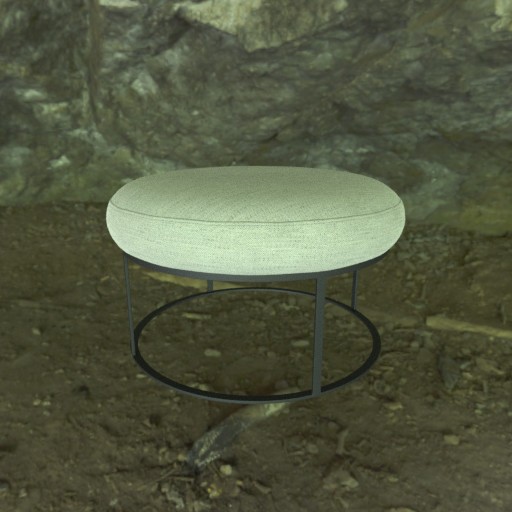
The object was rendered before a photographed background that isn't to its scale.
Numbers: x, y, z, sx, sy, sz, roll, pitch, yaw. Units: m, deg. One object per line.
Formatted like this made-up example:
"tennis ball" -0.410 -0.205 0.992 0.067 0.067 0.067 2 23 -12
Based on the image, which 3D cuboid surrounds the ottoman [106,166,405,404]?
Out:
"ottoman" 0.000 0.000 1.231 0.769 0.459 0.769 0 16 0
